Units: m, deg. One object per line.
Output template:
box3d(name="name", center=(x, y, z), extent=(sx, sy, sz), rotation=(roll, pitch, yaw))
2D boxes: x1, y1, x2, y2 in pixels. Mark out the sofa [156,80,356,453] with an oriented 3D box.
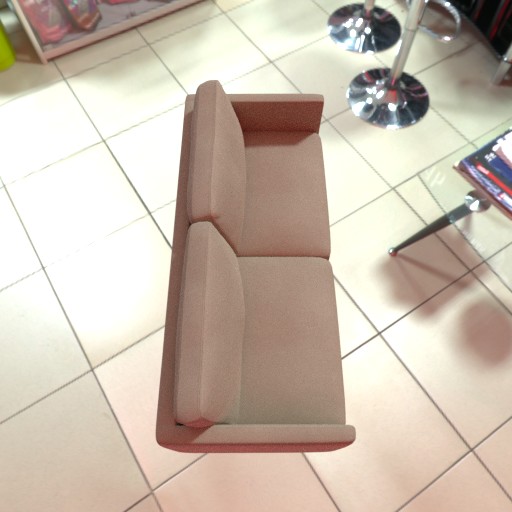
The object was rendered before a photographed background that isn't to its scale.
box3d(name="sofa", center=(0.000, 0.000, 2.708), extent=(0.948, 0.932, 2.181), rotation=(0, 64, 0))
